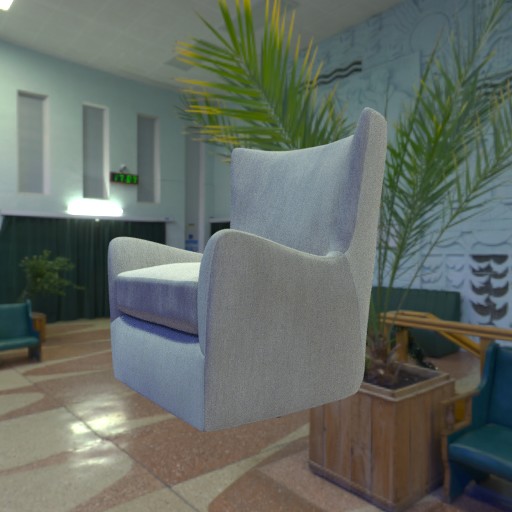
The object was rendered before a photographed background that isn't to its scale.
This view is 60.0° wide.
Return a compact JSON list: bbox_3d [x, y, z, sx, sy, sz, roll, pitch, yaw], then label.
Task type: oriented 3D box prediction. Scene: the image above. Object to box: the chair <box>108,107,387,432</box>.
[{"bbox_3d":[0.000,0.000,1.666,0.904,1.000,0.779,0,1,-38],"label":"chair"}]
